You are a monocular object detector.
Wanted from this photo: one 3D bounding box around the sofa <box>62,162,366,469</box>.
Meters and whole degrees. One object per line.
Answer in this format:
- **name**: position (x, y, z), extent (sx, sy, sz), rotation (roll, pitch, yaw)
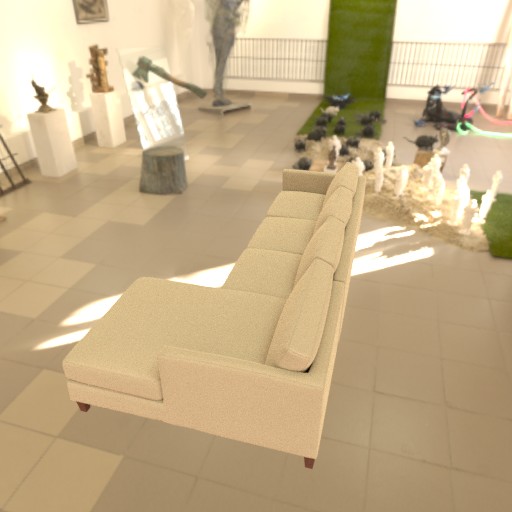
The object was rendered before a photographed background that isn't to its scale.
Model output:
- **sofa**: position (0.000, 0.000, 3.837), extent (1.625, 0.861, 3.186), rotation (8, 31, 14)
